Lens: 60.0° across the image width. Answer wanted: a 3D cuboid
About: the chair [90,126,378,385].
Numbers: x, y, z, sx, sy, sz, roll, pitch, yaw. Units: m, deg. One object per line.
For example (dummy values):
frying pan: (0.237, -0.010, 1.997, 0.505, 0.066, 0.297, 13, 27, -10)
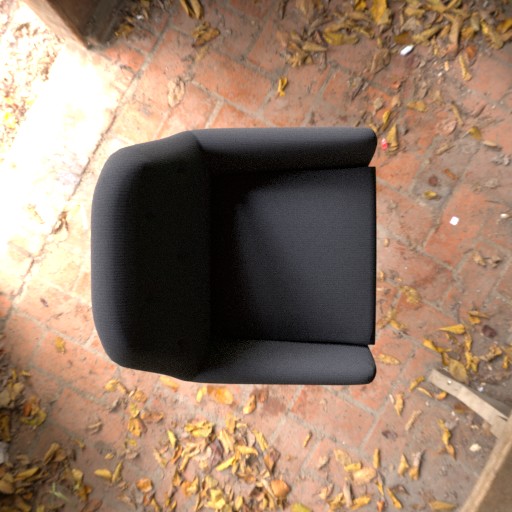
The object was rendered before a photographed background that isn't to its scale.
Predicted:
chair: (0.000, 0.000, 1.425, 0.779, 0.800, 0.770, 0, 91, 0)
